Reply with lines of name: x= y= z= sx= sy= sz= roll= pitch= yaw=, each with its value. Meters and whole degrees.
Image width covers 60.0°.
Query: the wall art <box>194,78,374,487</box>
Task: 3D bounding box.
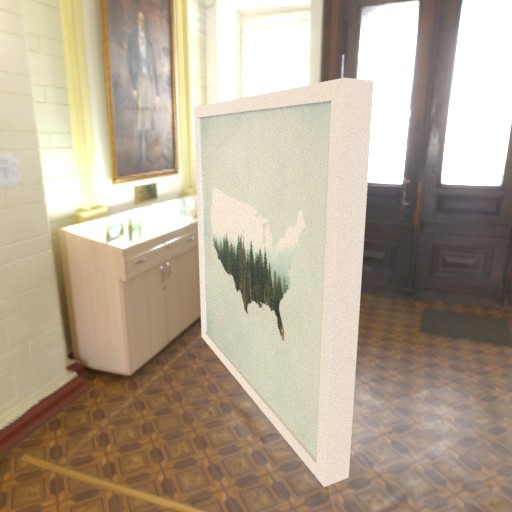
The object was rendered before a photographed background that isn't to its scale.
wall art: x=0.000 y=0.000 z=0.754 sx=0.040 sy=0.509 sz=0.509 roll=-7 pitch=16 yaw=-24
